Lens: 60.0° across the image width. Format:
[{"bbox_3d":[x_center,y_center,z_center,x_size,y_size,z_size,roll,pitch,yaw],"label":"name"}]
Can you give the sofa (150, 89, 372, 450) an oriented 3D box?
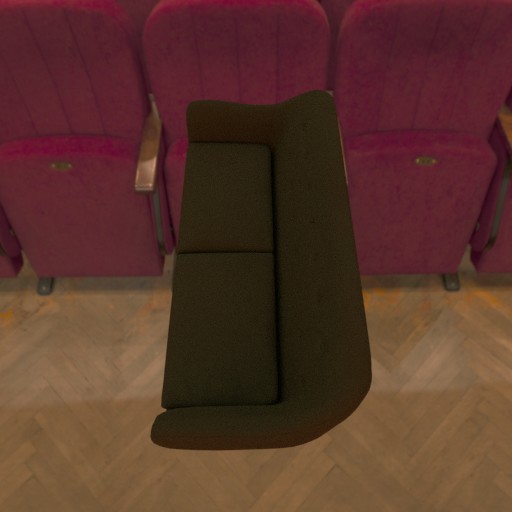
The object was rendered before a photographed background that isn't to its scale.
[{"bbox_3d":[0.000,0.000,2.240,0.820,0.836,1.840,0,59,0],"label":"sofa"}]
